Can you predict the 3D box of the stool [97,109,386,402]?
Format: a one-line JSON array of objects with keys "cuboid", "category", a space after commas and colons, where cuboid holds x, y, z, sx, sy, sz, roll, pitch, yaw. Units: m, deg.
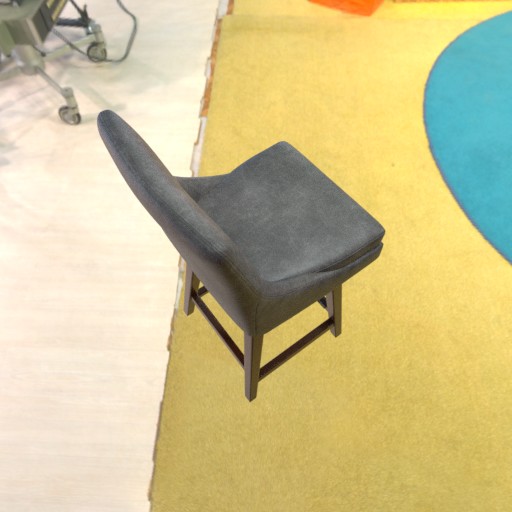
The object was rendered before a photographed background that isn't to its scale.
[{"cuboid": [0.000, 0.000, 1.373, 0.587, 1.046, 0.492, -32, 62, -19], "category": "stool"}]
